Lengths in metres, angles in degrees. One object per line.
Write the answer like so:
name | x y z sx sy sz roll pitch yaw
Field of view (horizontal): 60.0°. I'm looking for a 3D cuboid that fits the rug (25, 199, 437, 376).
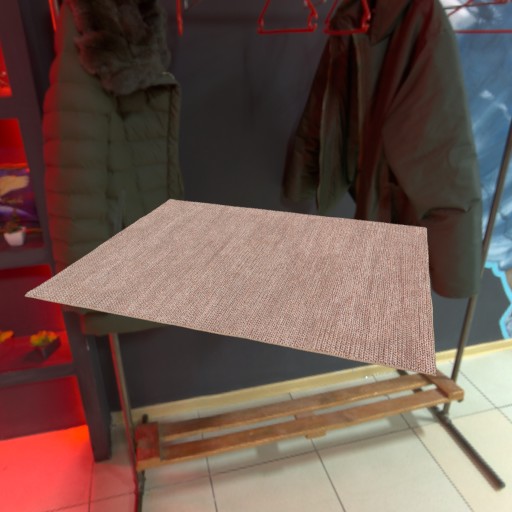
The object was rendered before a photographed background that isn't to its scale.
rug | 0.000 0.000 4.099 3.052 0.030 2.429 8 27 16
